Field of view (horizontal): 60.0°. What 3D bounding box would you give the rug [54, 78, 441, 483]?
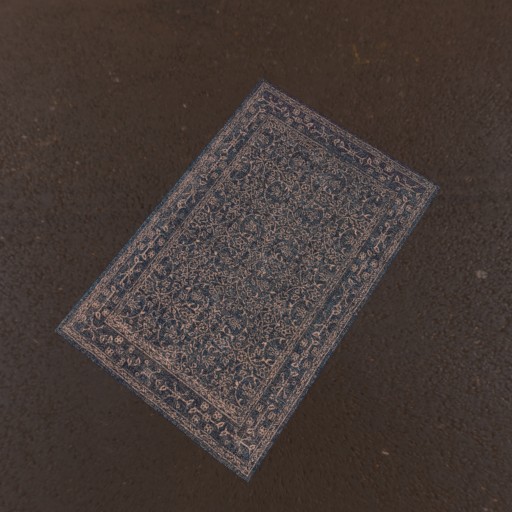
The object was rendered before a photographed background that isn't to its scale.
[{"bbox_3d":[0.000,0.000,2.327,1.200,0.005,1.819,35,78,9],"label":"rug"}]
